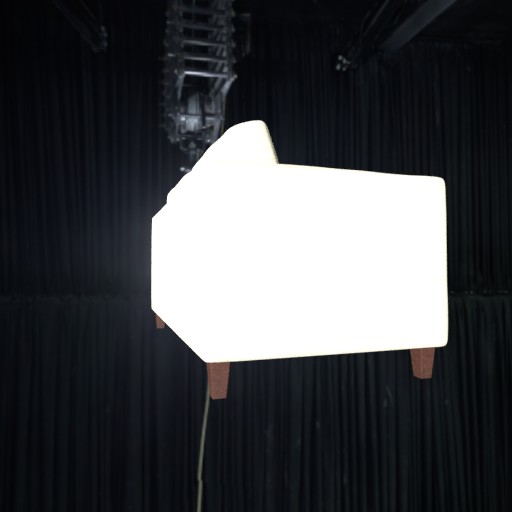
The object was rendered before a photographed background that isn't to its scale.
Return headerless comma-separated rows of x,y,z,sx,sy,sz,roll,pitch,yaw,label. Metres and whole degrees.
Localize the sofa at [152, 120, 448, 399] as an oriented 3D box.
0.000,0.000,2.390,0.950,0.963,1.884,0,-1,-18,sofa
